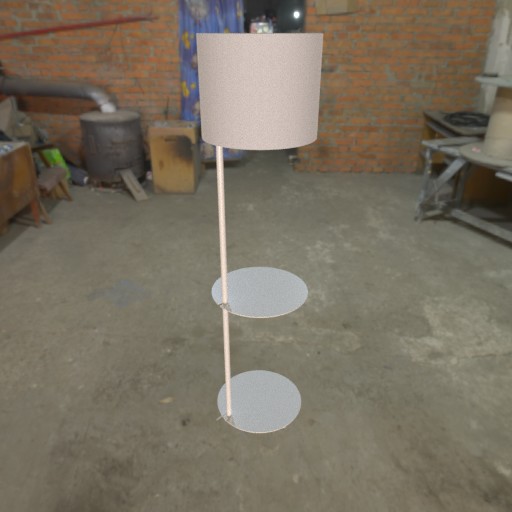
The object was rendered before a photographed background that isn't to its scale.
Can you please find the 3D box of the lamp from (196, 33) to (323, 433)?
[{"bbox_3d":[0.000,0.000,1.631,0.405,1.465,0.372,-18,32,-31],"label":"lamp"}]
